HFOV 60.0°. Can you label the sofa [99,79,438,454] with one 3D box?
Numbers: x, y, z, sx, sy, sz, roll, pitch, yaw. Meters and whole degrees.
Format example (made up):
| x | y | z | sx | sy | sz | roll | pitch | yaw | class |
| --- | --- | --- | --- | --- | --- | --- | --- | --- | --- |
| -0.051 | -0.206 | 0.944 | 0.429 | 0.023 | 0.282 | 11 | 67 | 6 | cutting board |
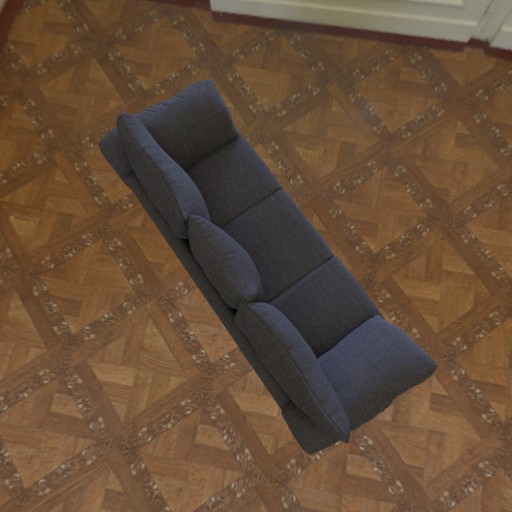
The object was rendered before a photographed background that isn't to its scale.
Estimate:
| x | y | z | sx | sy | sz | roll | pitch | yaw | class |
| --- | --- | --- | --- | --- | --- | --- | --- | --- | --- |
| 0.000 | 0.000 | 2.848 | 0.883 | 1.080 | 2.336 | -34 | 78 | -8 | sofa |
